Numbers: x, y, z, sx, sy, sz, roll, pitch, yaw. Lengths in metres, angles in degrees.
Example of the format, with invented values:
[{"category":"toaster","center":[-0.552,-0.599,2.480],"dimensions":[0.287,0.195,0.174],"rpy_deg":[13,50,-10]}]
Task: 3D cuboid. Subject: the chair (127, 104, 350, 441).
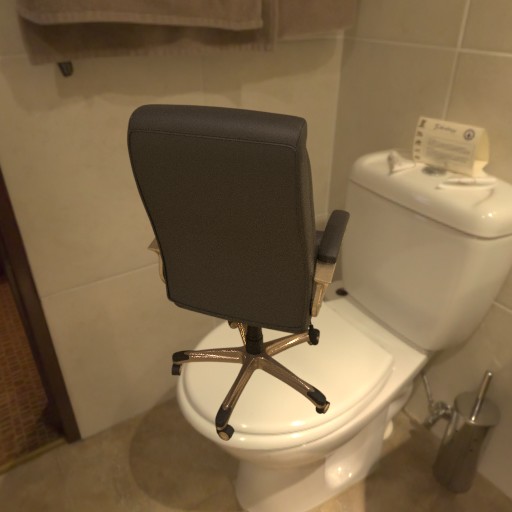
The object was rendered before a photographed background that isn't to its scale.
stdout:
[{"category":"chair","center":[0.000,0.000,1.657],"dimensions":[0.694,1.188,0.748],"rpy_deg":[10,32,17]}]
